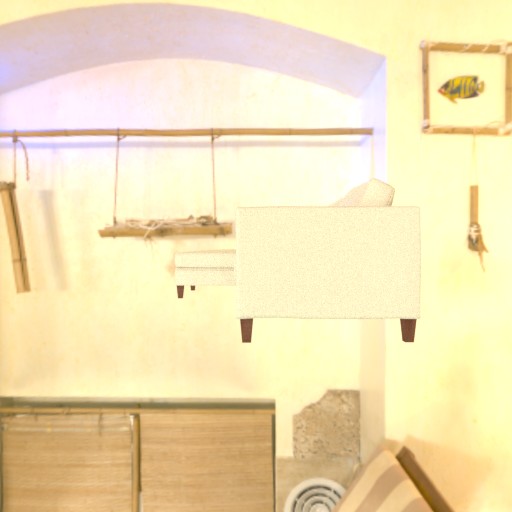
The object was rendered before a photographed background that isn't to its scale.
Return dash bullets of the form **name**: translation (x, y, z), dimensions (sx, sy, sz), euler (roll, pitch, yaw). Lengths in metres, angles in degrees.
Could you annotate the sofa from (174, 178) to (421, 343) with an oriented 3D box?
- **sofa**: translation (0.000, 0.000, 3.775), dimensions (1.625, 0.846, 3.186), euler (0, 0, 0)
